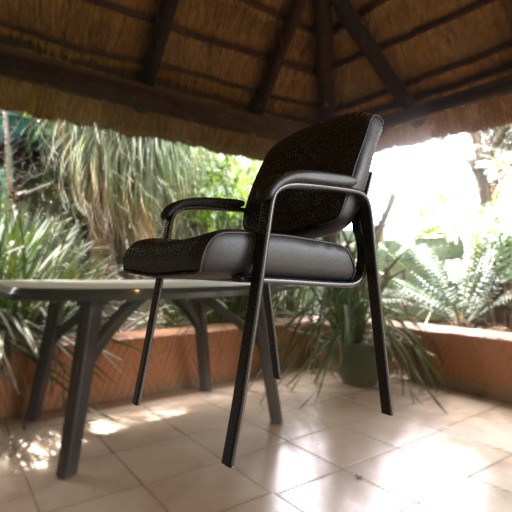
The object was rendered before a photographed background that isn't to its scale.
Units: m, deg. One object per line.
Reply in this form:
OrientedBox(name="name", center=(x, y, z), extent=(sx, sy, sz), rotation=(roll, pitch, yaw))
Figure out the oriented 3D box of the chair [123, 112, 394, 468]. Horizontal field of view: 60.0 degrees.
OrientedBox(name="chair", center=(0.000, 0.000, 1.317), extent=(0.668, 0.910, 0.591), rotation=(1, -2, -37))
